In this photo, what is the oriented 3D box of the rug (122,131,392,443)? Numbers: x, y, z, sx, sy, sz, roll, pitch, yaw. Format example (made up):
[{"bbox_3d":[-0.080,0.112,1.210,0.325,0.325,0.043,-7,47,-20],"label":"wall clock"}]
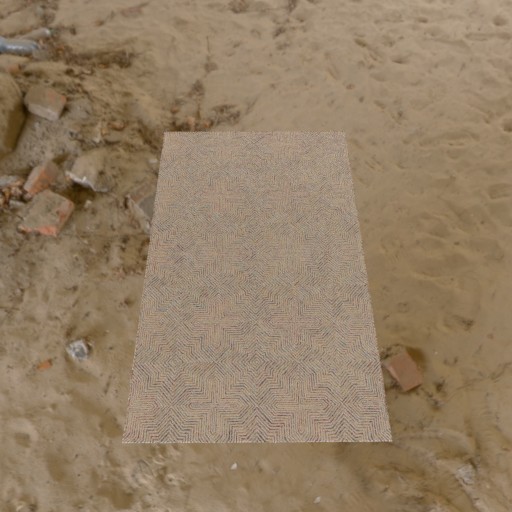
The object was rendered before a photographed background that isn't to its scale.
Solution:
[{"bbox_3d":[0.000,0.000,3.104,1.519,0.007,2.428,0,59,0],"label":"rug"}]
